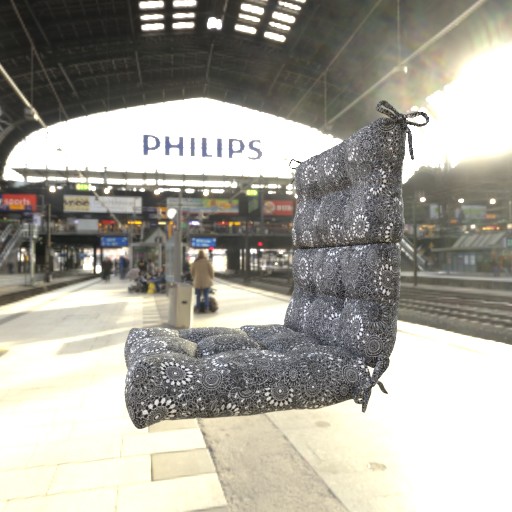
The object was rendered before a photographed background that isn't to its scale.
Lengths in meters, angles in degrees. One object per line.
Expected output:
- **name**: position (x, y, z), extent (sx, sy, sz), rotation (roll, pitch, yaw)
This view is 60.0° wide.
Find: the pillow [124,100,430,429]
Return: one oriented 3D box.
- **pillow**: position (0.000, 0.000, 1.005), extent (0.571, 0.605, 0.519), rotation (0, -1, -17)
